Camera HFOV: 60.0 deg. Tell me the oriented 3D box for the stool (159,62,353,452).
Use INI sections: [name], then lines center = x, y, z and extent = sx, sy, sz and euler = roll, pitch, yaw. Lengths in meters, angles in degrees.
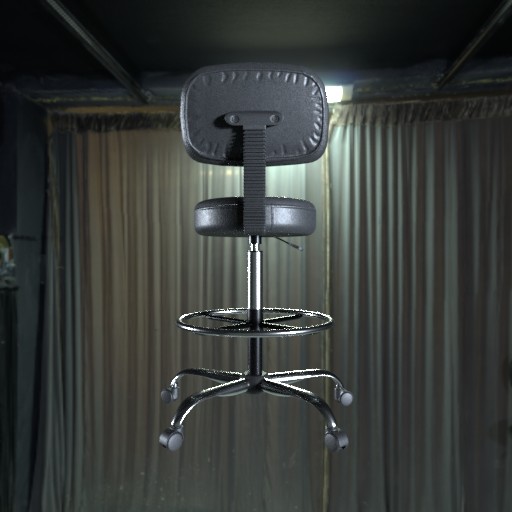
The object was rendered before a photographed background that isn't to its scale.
[stool]
center = 0.000, 0.000, 1.516
extent = 0.694, 1.069, 0.658
euler = 0, 0, 1
